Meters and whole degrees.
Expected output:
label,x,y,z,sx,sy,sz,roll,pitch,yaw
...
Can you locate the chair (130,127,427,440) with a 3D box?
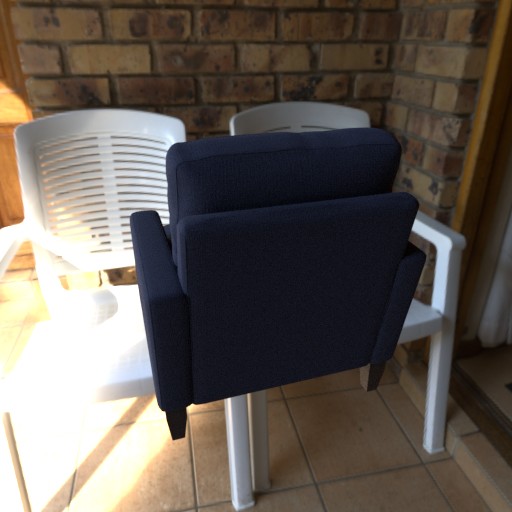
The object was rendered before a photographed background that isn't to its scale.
label,x,y,z,sx,sy,sz,roll,pitch,yaw
chair,0.000,0.000,1.640,0.855,0.991,0.897,-8,28,-16
